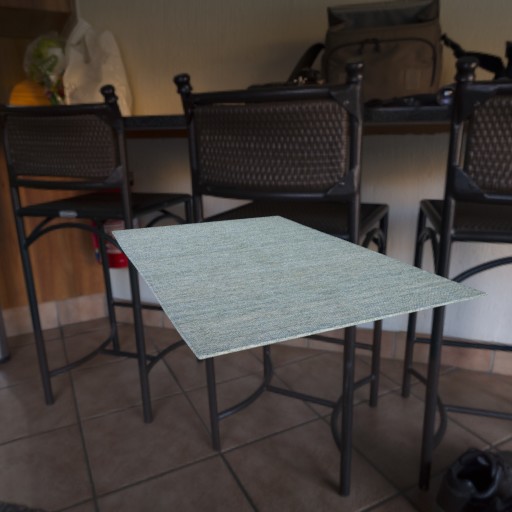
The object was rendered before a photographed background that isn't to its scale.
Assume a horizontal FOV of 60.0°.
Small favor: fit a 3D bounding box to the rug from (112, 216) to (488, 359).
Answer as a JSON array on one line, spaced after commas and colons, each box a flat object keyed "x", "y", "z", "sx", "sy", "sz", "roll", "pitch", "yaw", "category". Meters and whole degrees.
[{"x": 0.000, "y": 0.000, "z": 2.937, "sx": 1.547, "sy": 0.013, "sz": 2.283, "roll": -7, "pitch": 18, "yaw": -24, "category": "rug"}]
